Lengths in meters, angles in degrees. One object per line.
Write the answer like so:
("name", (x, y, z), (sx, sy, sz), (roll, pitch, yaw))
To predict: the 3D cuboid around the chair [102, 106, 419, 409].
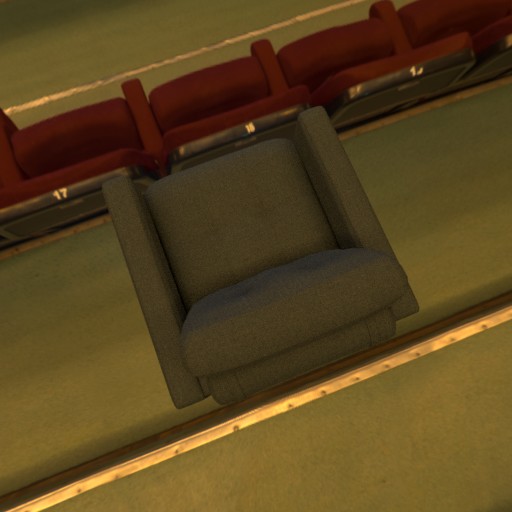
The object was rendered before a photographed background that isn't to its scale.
("chair", (0.000, 0.000, 1.556), (0.821, 0.880, 0.843), (-21, 77, -5))
